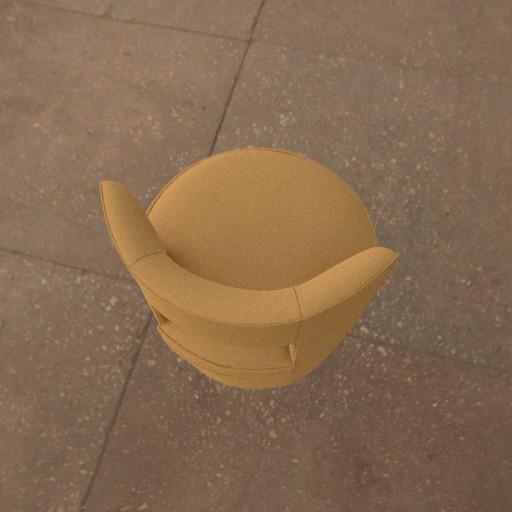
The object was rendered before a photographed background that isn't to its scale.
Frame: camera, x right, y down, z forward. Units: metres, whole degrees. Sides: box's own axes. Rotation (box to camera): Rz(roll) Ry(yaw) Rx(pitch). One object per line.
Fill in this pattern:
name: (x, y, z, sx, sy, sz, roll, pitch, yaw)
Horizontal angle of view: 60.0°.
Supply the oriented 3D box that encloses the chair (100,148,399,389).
chair: (0.000, 0.000, 1.222, 0.650, 0.723, 0.665, 14, 65, 7)
